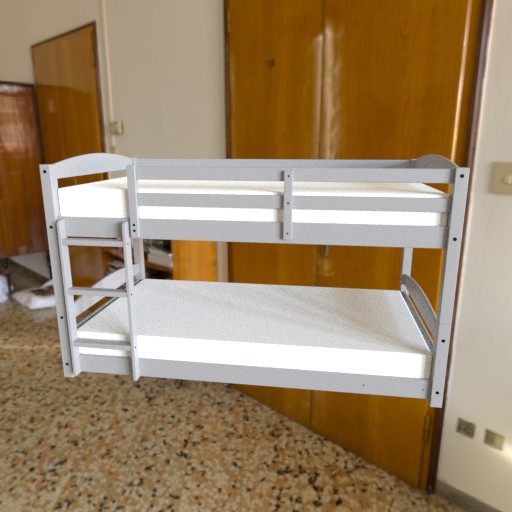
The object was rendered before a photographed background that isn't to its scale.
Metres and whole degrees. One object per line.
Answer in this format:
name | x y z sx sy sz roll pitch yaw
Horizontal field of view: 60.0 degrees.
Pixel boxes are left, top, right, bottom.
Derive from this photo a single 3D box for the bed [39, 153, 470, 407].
bed | 0.000 0.000 2.682 2.013 1.206 1.105 2 15 8
